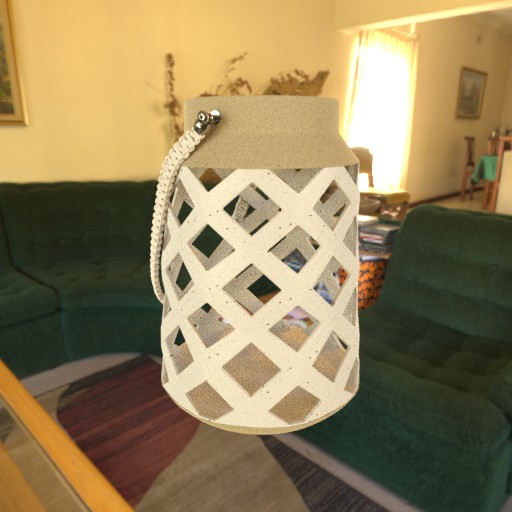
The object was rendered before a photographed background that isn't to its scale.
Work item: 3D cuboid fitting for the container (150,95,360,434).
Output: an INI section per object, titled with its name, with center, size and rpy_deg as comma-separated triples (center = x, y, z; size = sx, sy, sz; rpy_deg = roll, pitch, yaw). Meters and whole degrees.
[container]
center = 0.000, 0.000, 0.346
size = 0.172, 0.229, 0.163
rpy_deg = 8, 18, 26
